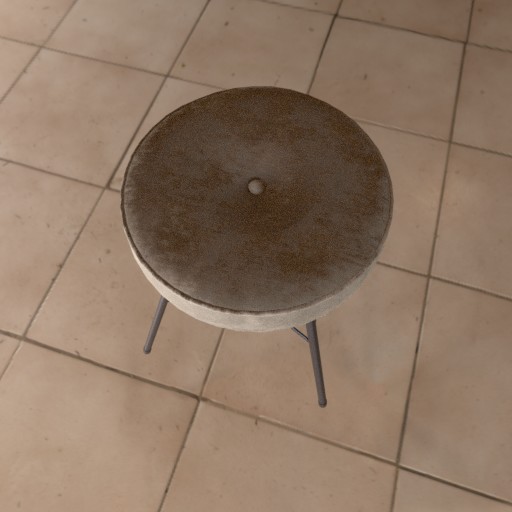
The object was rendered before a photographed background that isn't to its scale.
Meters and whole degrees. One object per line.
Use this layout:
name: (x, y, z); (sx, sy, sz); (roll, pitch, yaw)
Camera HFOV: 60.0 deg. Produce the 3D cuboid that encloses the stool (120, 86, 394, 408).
stool: (0.000, 0.000, 0.893); (0.457, 0.538, 0.423); (15, 65, 7)
